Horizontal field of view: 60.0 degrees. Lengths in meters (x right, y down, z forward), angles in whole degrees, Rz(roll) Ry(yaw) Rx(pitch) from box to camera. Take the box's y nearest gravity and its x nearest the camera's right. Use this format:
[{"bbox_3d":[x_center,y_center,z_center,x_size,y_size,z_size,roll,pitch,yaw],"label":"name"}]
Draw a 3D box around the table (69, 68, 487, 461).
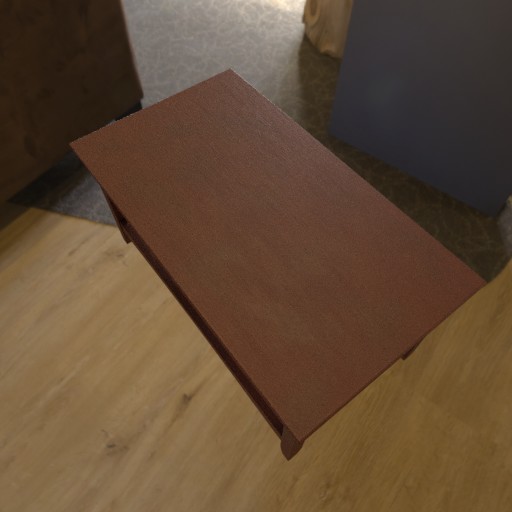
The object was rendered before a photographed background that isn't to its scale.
[{"bbox_3d":[0.000,0.000,1.258,0.533,0.456,0.943,-33,63,-19],"label":"table"}]
